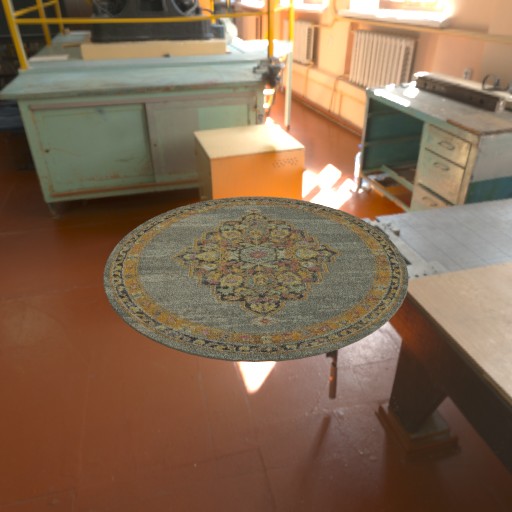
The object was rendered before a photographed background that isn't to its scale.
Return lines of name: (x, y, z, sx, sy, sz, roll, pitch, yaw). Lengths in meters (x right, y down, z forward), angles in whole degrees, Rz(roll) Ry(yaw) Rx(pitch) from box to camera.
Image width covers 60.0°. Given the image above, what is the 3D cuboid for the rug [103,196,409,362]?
rug: (0.000, 0.000, 2.417, 1.598, 0.010, 1.598, 0, 31, 0)
